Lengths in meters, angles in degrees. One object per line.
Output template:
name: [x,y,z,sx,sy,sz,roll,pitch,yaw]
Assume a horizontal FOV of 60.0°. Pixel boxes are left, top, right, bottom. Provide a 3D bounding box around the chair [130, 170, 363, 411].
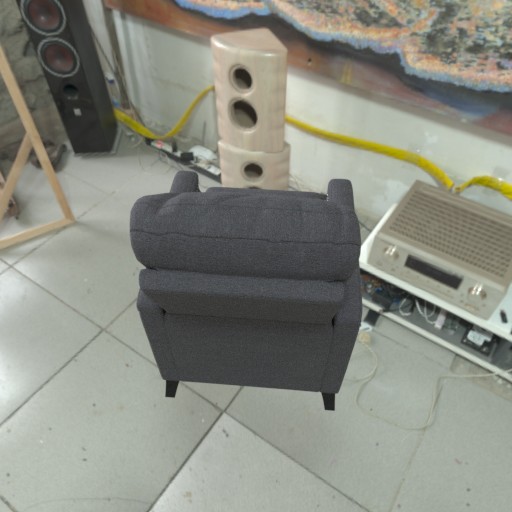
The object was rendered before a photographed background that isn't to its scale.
chair: [0.000,0.000,1.625,0.710,1.049,0.922,4,48,3]
